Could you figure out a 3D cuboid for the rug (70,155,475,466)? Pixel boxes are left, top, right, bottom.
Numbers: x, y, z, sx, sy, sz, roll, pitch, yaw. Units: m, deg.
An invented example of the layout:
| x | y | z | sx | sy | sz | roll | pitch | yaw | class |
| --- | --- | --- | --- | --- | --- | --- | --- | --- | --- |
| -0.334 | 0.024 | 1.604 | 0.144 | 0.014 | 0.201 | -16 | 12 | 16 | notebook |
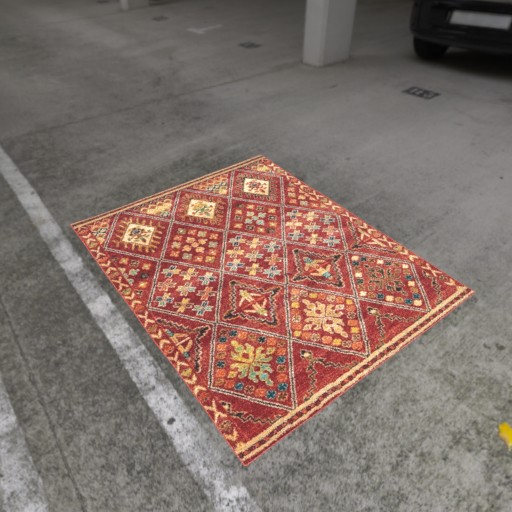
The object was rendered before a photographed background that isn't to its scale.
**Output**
| x | y | z | sx | sy | sz | roll | pitch | yaw | class |
| --- | --- | --- | --- | --- | --- | --- | --- | --- | --- |
| 0.000 | 0.000 | 4.224 | 2.489 | 0.030 | 3.086 | -27 | 48 | -27 | rug |
